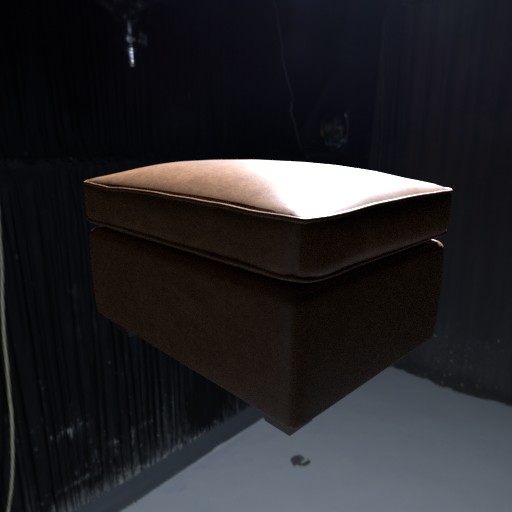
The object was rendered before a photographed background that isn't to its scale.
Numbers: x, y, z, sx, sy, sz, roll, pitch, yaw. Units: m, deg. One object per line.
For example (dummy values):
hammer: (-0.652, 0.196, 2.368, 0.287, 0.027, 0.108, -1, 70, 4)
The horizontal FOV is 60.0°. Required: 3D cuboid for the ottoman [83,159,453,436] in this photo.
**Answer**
ottoman: (0.000, 0.000, 1.115, 0.554, 0.468, 0.756, -15, 21, -42)
